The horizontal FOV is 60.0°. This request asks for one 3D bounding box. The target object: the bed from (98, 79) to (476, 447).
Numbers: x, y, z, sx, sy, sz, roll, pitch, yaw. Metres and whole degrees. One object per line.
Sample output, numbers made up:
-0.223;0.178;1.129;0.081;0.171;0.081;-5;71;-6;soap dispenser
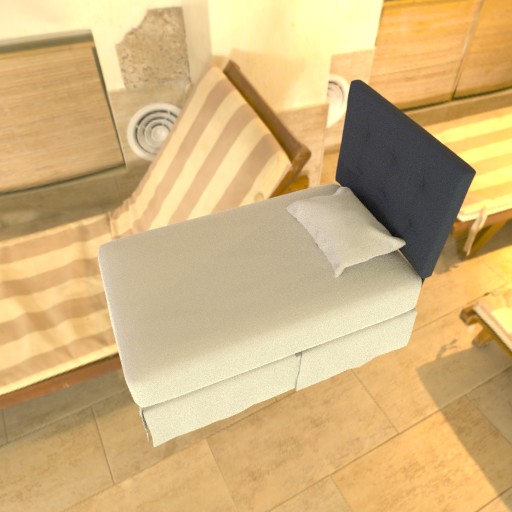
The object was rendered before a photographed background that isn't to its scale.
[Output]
0.000;0.000;2.907;1.997;1.571;1.261;-17;49;-15;bed
